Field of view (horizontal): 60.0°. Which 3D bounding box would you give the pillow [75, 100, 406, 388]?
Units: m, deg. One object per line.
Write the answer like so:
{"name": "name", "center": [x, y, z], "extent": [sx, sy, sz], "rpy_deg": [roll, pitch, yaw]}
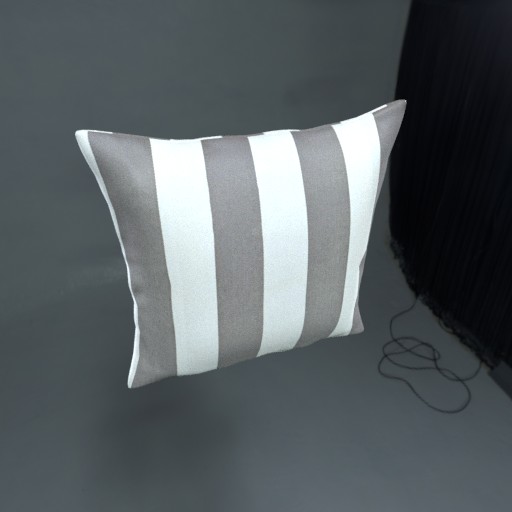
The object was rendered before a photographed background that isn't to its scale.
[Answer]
{"name": "pillow", "center": [0.000, 0.000, 0.798], "extent": [0.522, 0.507, 0.192], "rpy_deg": [-10, 34, -16]}
